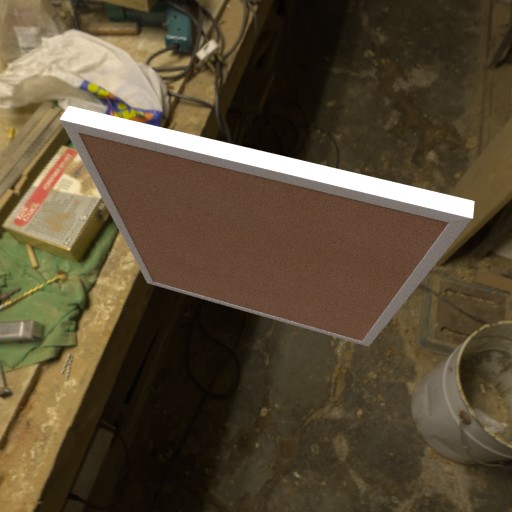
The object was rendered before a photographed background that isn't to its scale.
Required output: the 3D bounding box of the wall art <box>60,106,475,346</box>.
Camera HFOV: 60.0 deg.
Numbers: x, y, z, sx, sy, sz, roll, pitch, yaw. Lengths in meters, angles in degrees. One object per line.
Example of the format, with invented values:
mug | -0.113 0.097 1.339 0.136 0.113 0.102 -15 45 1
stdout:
wall art | 0.000 0.000 1.128 0.760 0.760 0.036 15 64 8
